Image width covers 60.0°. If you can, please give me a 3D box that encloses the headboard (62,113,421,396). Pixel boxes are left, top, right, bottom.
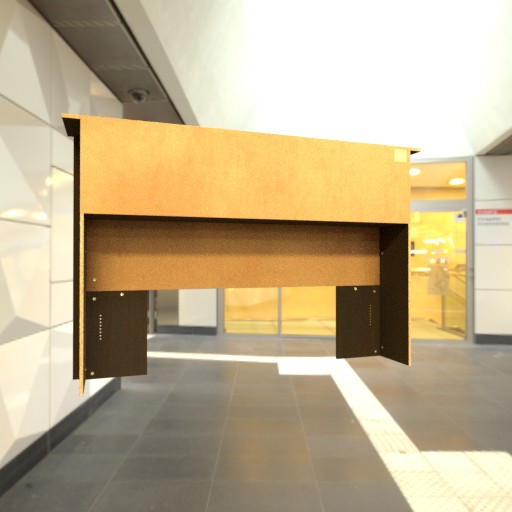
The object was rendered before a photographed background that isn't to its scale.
[{"bbox_3d":[0.000,0.000,2.099,1.671,1.092,0.279,0,-1,-19],"label":"headboard"}]
